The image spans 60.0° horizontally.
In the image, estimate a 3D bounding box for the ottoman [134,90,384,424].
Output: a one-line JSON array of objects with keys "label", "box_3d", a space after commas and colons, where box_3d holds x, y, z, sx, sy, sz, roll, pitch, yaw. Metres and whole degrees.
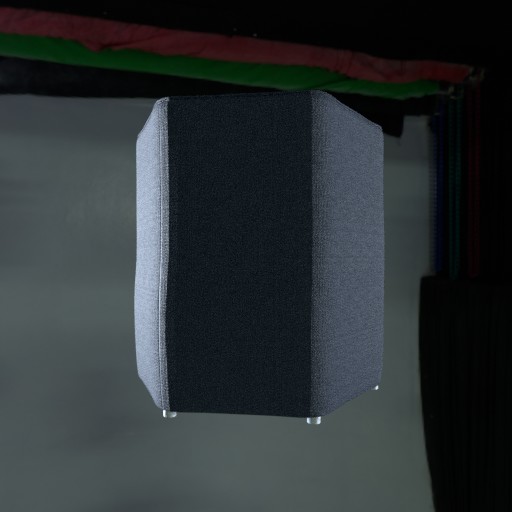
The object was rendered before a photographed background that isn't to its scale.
[{"label": "ottoman", "box_3d": [0.000, 0.000, 0.877, 0.454, 0.505, 0.492, 0, -1, -19]}]
